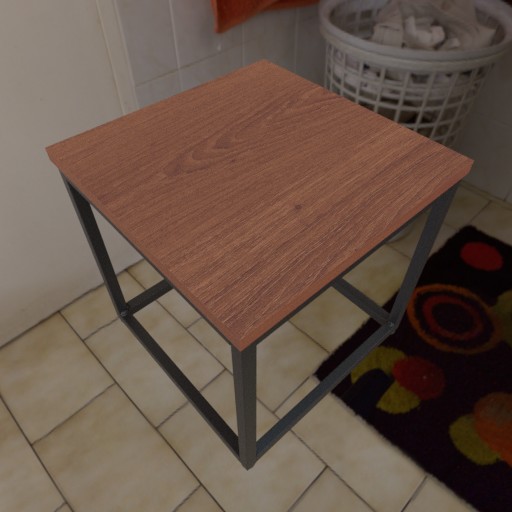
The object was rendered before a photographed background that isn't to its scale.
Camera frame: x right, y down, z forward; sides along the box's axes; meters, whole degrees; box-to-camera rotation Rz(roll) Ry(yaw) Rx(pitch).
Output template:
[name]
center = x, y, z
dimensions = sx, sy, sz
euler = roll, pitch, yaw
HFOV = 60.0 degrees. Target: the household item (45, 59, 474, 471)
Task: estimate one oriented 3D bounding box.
[household item]
center = 0.000, 0.000, 0.731
dimensions = 0.400, 0.400, 0.400
euler = -34, 56, -27
